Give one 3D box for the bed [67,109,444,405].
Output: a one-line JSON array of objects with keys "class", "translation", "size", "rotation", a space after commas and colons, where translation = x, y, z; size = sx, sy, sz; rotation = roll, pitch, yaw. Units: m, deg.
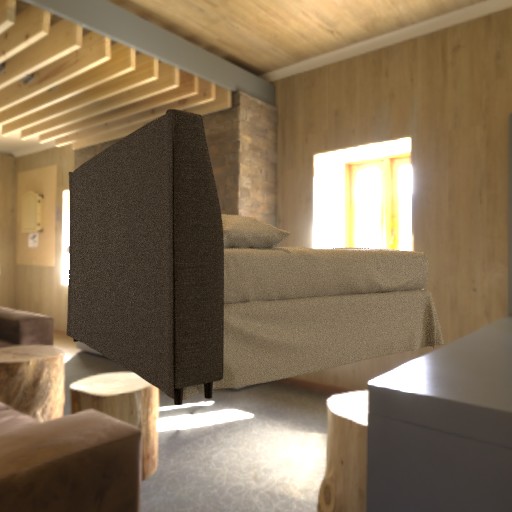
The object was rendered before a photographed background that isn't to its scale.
[{"class": "bed", "translation": [0.000, 0.000, 3.346], "size": [2.276, 1.332, 1.925], "rotation": [0, 0, -36]}]
